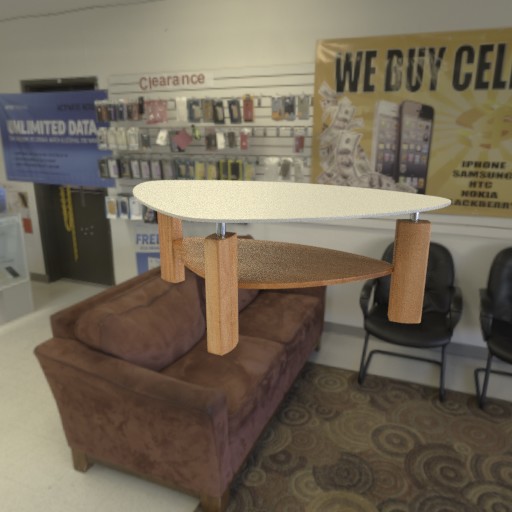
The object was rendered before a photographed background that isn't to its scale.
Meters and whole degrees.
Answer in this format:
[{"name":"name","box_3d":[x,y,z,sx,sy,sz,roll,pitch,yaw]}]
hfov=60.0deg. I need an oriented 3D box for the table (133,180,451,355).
[{"name":"table","box_3d":[0.000,0.000,1.622,1.250,0.440,0.850,8,18,25]}]
